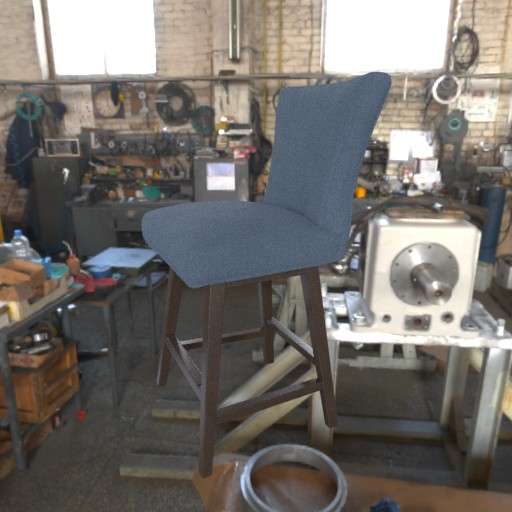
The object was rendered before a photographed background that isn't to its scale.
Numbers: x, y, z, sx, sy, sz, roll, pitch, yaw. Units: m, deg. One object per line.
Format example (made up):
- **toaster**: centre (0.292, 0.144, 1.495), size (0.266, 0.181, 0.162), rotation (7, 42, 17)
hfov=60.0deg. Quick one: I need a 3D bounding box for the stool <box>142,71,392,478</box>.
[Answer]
- **stool**: centre (0.000, 0.000, 1.325), size (0.574, 1.000, 0.514), rotation (-7, 18, -24)
